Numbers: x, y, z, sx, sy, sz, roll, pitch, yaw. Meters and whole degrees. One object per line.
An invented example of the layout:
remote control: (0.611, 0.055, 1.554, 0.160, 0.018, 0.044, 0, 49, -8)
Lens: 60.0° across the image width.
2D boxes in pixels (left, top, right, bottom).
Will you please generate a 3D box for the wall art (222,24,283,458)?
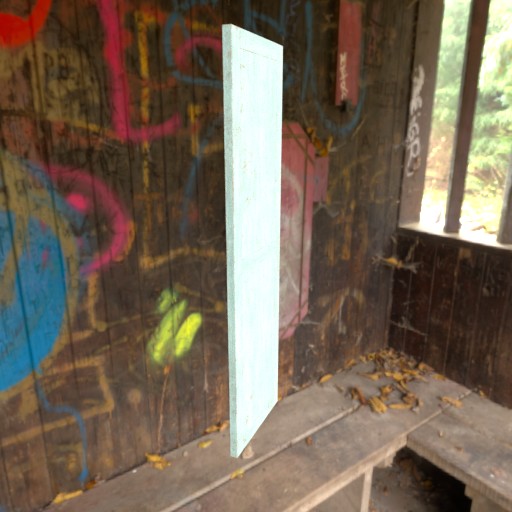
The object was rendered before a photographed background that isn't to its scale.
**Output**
wall art: (0.000, 0.000, 1.353, 0.025, 1.219, 0.329, 7, 18, 24)
